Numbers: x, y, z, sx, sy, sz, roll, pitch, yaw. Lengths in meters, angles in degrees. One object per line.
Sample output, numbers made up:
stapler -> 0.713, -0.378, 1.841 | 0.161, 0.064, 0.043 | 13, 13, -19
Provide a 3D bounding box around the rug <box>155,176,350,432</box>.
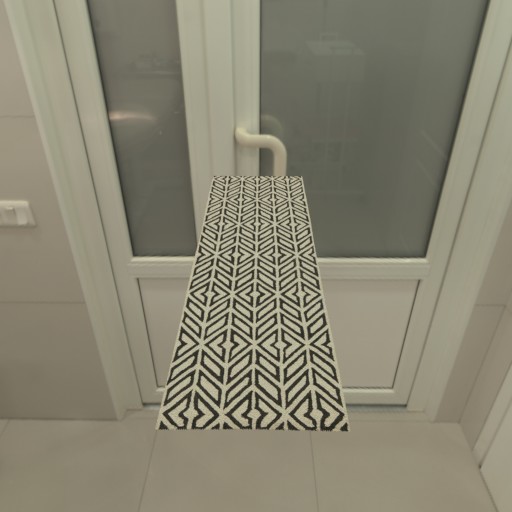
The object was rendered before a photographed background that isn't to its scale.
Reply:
rug -> 0.000, 0.000, 2.715 | 0.750, 0.009, 2.435 | 0, 33, 1
